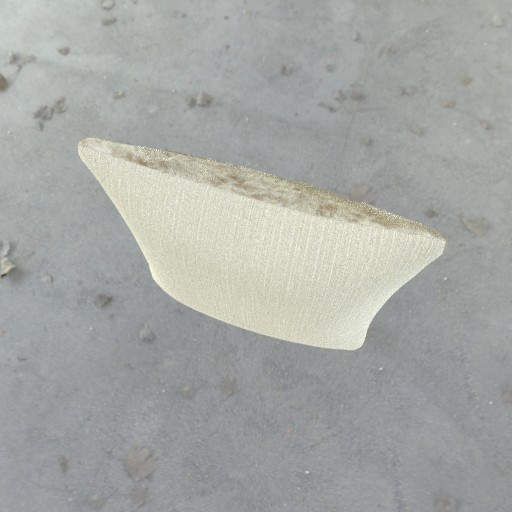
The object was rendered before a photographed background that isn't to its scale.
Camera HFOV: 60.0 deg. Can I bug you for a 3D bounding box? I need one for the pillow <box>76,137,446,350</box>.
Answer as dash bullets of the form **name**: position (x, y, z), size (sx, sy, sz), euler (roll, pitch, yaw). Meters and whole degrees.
- **pillow**: position (0.000, 0.000, 0.836), size (0.538, 0.525, 0.216), euler (17, 66, 8)
